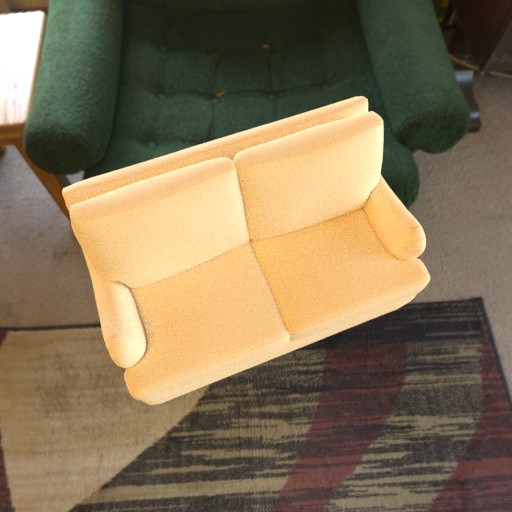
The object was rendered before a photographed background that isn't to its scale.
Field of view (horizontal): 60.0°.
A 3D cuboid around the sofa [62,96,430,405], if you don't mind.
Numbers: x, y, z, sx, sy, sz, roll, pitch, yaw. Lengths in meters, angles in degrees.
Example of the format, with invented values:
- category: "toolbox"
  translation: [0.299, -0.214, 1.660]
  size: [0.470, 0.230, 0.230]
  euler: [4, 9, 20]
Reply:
- category: "sofa"
  translation: [0.000, 0.000, 2.633]
  size: [1.853, 1.101, 1.084]
  euler: [-20, 66, -9]
